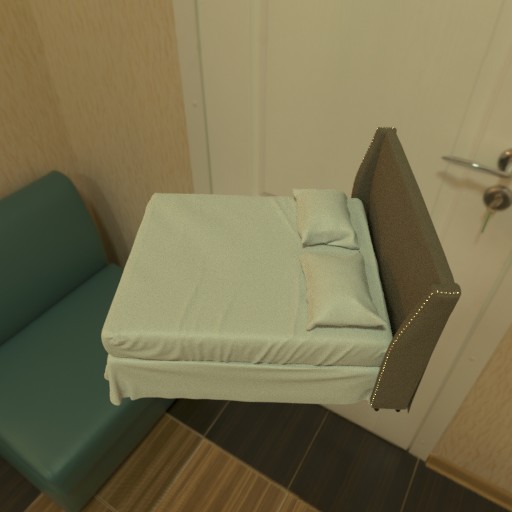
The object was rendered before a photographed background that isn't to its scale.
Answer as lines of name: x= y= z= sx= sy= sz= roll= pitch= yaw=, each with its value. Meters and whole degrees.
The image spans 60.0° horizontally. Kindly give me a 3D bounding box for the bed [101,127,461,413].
bed: x=0.000 y=0.000 z=3.491 sx=2.276 sy=1.332 sz=1.925 roll=2 pitch=43 yaw=2
